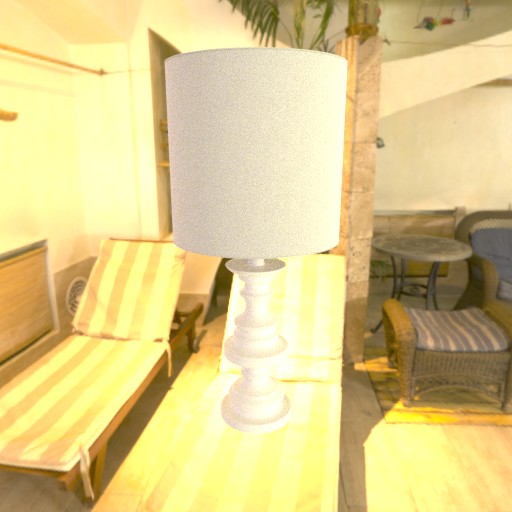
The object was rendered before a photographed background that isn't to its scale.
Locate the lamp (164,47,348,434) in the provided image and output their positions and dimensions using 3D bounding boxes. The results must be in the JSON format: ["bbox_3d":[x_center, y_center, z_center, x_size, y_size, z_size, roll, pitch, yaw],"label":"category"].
[{"bbox_3d":[0.000,0.000,0.570,0.208,0.455,0.208,2,15,9],"label":"lamp"}]
